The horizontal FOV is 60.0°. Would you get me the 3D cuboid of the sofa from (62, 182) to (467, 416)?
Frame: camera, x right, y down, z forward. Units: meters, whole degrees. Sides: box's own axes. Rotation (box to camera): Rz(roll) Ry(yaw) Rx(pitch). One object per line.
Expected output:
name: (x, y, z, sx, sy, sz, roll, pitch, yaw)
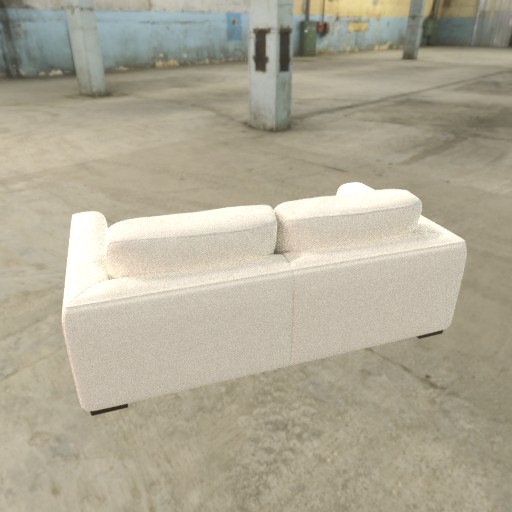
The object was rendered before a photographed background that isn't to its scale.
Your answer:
sofa: (0.000, 0.000, 2.436, 1.920, 0.801, 1.069, -9, 28, -17)
